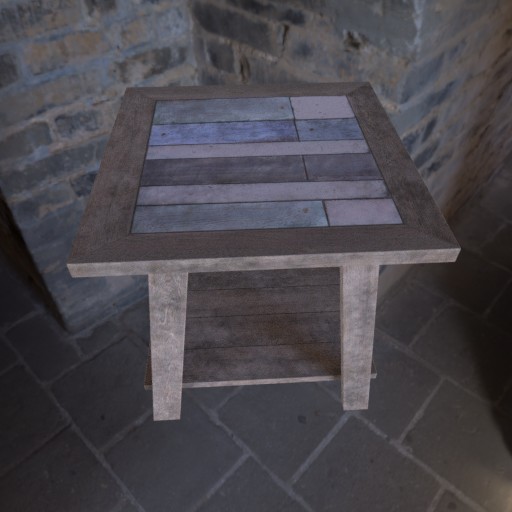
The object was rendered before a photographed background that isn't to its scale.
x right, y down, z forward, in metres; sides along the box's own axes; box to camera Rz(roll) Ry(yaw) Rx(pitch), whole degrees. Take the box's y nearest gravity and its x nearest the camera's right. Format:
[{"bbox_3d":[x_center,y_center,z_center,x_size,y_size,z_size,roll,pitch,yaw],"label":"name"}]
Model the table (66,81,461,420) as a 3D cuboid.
[{"bbox_3d":[0.000,0.000,1.113,0.610,0.610,0.610,-2,45,-2],"label":"table"}]
